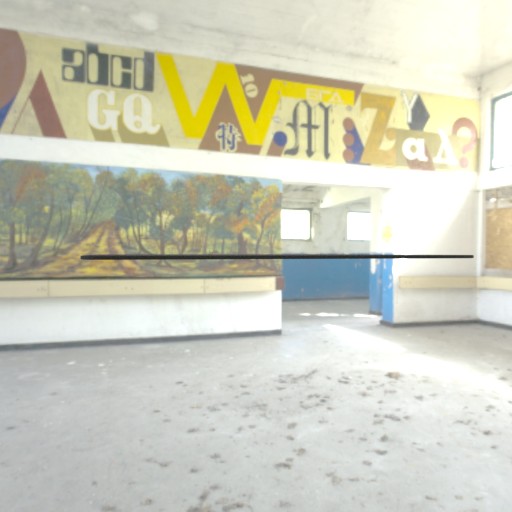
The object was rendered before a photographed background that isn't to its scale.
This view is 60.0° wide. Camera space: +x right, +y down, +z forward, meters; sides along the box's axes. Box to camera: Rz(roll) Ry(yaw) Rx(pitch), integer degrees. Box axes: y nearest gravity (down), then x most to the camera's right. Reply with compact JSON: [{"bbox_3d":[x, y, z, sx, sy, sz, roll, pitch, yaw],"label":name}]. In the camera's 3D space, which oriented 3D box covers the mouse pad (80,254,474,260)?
[{"bbox_3d":[0.000,0.000,0.352,0.249,0.002,0.211,0,0,-18],"label":"mouse pad"}]
